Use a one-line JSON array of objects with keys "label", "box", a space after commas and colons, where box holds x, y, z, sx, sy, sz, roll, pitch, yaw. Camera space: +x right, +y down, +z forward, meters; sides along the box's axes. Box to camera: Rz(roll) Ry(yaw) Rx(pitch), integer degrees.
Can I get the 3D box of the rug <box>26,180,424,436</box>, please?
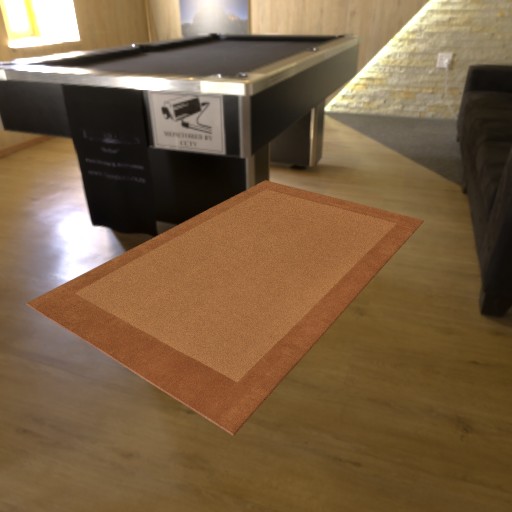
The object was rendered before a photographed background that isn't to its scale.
[{"label": "rug", "box": [0.000, 0.000, 3.029, 1.524, 0.014, 2.438, 20, 36, 30]}]
